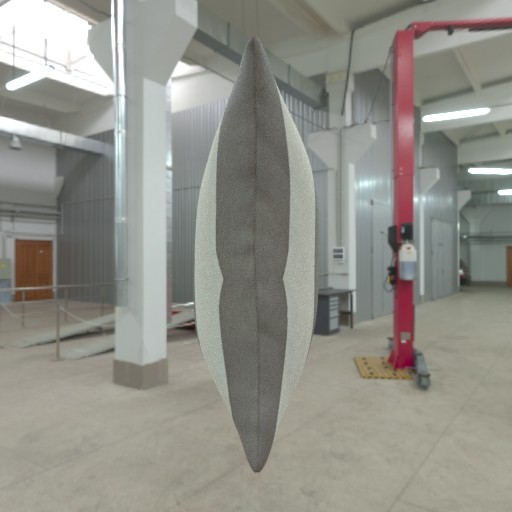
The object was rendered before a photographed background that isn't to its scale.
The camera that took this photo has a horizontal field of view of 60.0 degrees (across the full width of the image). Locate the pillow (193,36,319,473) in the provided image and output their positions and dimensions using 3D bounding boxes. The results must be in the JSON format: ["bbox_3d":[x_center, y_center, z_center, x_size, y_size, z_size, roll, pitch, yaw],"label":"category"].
[{"bbox_3d":[0.000,0.000,0.770,0.192,0.507,0.522,0,0,0],"label":"pillow"}]
